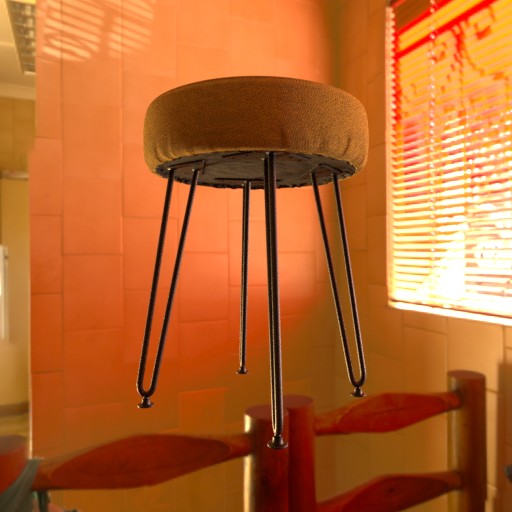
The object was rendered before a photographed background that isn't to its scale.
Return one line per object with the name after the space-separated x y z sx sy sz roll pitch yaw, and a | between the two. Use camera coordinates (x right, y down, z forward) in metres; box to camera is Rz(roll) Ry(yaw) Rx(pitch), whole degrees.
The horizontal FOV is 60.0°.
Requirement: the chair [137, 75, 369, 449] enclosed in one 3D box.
0.000 0.000 0.699 0.345 0.455 0.345 0 0 36 | chair
